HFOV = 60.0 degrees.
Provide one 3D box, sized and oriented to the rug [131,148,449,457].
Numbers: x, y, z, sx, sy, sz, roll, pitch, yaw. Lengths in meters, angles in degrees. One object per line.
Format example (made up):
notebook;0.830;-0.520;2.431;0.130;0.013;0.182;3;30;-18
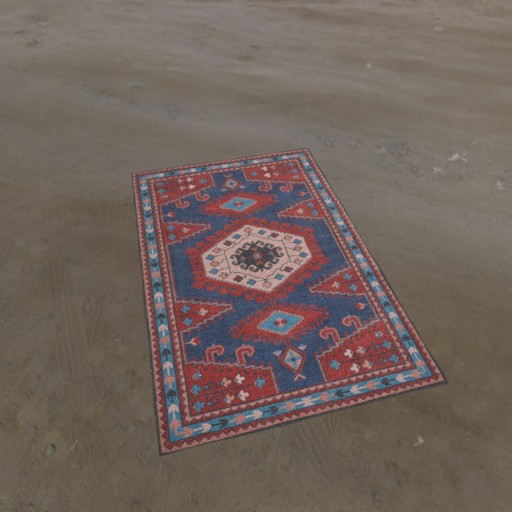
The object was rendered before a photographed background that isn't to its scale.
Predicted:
rug;0.000;0.000;2.349;1.207;0.012;1.820;-10;47;-10
